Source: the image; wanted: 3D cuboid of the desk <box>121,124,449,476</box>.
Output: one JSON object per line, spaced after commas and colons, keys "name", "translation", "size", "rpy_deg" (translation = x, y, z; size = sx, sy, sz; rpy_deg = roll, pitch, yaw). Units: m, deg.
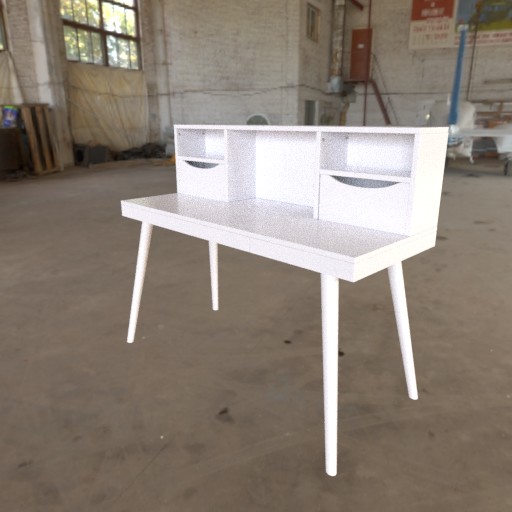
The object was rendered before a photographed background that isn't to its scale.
{"name": "desk", "translation": [0.000, 0.000, 1.758], "size": [1.199, 0.990, 0.559], "rpy_deg": [16, 23, 42]}
